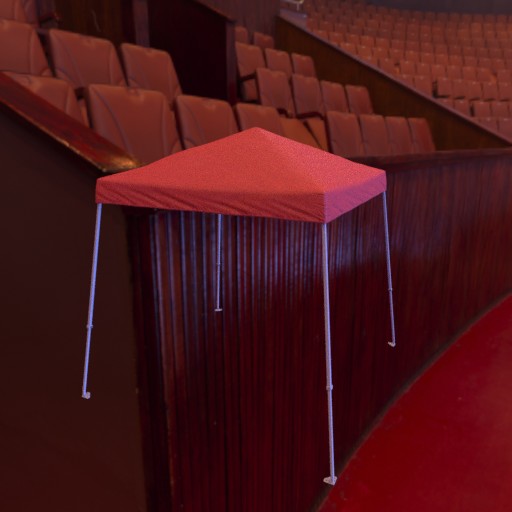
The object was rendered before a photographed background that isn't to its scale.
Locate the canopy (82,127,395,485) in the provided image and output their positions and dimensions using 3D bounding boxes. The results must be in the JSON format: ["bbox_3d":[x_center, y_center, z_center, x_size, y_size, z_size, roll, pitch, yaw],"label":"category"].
[{"bbox_3d":[0.000,0.000,6.441,3.600,3.600,3.599,7,17,26],"label":"canopy"}]
